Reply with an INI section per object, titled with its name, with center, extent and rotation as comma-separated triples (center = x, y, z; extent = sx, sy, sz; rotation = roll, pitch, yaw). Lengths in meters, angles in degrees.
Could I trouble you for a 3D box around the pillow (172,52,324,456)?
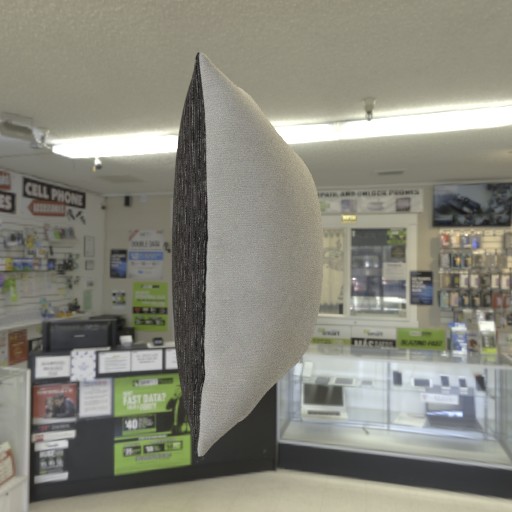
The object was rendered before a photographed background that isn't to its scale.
[pillow]
center = 0.000, 0.000, 0.675
extent = 0.196, 0.434, 0.433
rotation = 0, -1, 17
